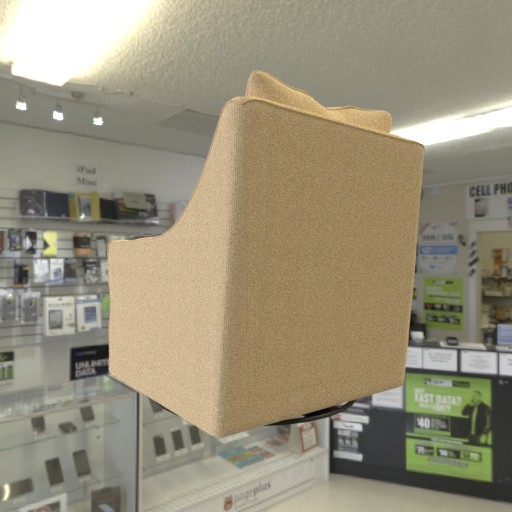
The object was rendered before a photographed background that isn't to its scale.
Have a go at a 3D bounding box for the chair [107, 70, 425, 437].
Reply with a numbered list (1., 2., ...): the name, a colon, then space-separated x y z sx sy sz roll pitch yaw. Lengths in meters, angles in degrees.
1. chair: 0.000 0.000 1.549 0.760 0.927 0.876 0 0 -37
